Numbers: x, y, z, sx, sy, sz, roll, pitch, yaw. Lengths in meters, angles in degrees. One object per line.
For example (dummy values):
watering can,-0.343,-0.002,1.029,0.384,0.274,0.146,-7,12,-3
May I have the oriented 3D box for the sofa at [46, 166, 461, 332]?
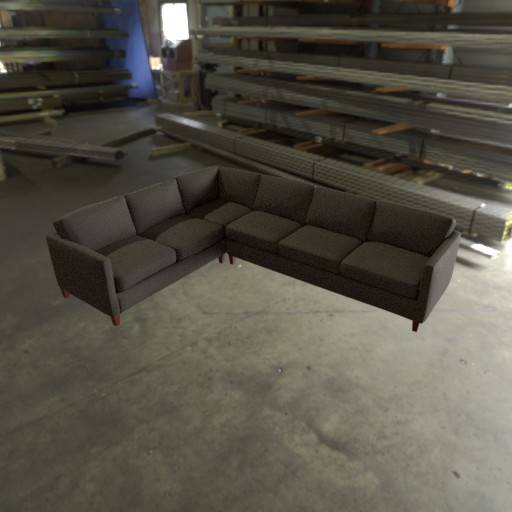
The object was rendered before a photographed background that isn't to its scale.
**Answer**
sofa,0.000,0.000,4.490,3.302,0.947,2.593,19,33,32
